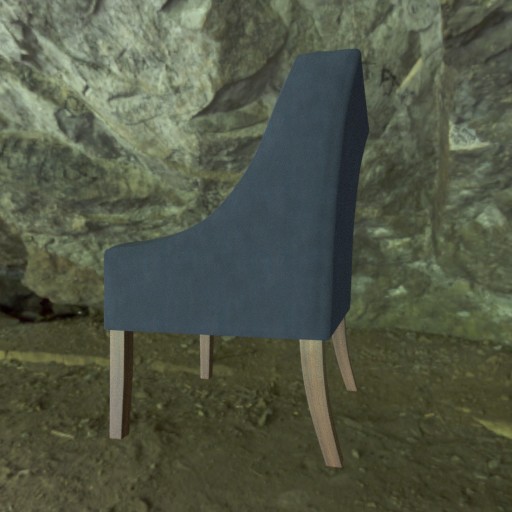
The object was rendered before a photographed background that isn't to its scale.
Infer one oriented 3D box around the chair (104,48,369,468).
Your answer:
[{"bbox_3d":[0.000,0.000,1.299,0.629,0.895,0.629,0,0,16],"label":"chair"}]
